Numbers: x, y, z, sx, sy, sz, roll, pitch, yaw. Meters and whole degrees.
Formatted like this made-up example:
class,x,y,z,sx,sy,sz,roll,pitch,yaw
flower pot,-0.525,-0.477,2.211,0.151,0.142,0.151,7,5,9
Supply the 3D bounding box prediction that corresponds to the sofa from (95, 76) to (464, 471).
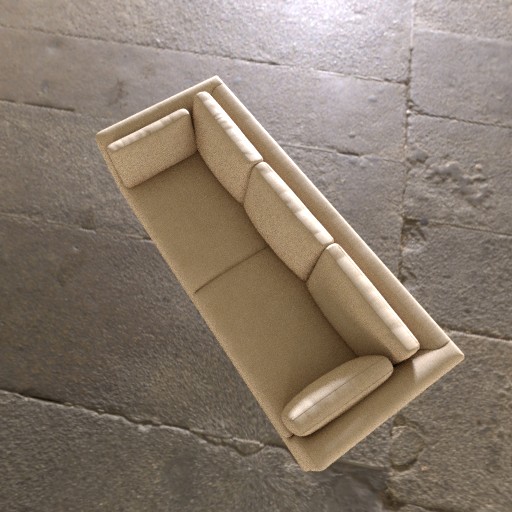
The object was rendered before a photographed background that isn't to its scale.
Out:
class,x,y,z,sx,sy,sz,roll,pitch,yaw
sofa,0.000,0.000,2.868,0.969,0.867,2.415,-32,68,-14
